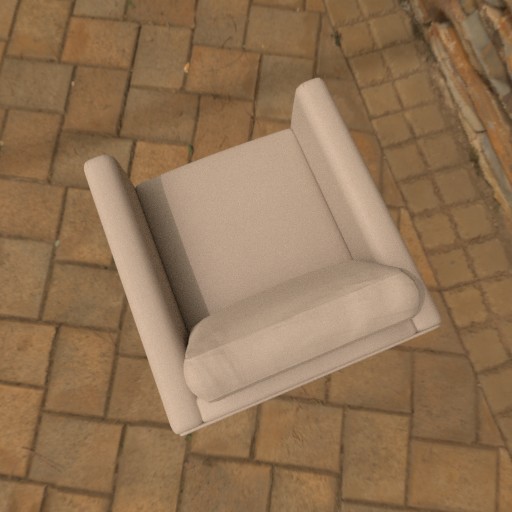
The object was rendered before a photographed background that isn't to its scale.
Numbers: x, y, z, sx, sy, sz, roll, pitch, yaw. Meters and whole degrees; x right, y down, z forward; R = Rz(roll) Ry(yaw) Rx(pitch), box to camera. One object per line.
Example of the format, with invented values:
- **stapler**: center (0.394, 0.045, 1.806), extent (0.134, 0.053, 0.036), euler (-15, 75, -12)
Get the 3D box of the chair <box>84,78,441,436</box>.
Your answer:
- **chair**: center (0.000, 0.000, 1.676), extent (0.914, 0.838, 0.959), euler (-21, 78, -5)
